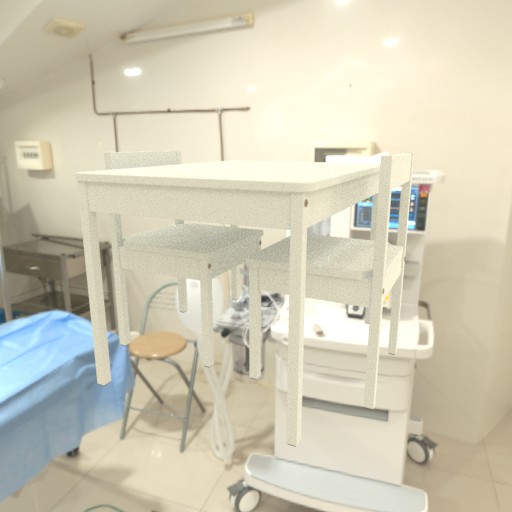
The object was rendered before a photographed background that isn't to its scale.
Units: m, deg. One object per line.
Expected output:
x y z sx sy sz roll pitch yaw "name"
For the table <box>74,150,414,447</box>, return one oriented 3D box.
0.000 0.000 1.100 0.672 0.503 0.650 7 16 25 "table"
